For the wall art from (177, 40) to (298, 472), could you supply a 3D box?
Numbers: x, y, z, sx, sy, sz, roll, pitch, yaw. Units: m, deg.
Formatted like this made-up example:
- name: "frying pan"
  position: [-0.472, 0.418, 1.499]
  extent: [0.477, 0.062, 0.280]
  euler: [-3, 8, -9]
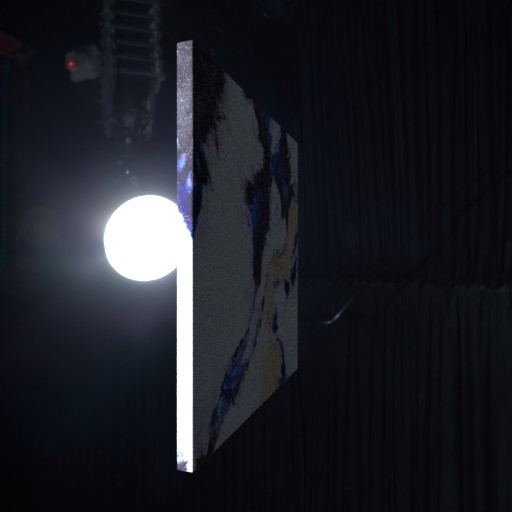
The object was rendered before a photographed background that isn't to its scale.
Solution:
- name: "wall art"
  position: [0.000, 0.000, 1.328]
  extent: [0.038, 0.885, 0.887]
  euler: [0, 0, 19]
